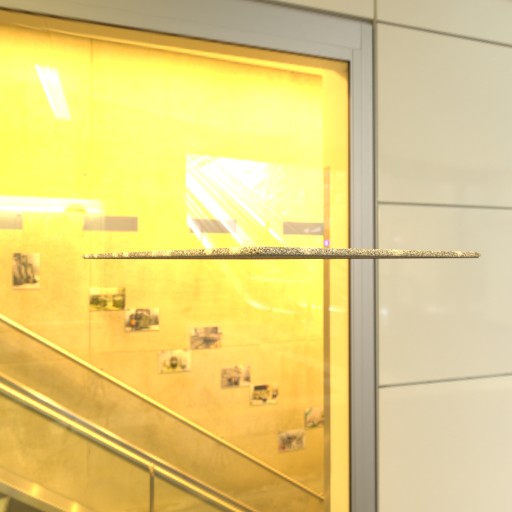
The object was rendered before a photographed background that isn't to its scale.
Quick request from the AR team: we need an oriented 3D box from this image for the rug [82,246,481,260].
[{"bbox_3d":[0.000,0.000,2.157,1.200,0.025,1.600,1,-1,-37],"label":"rug"}]
